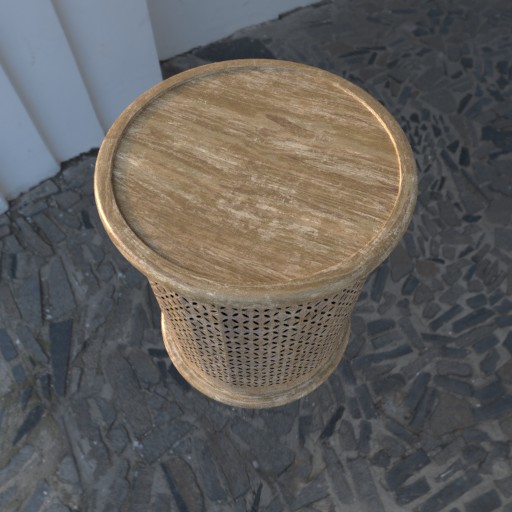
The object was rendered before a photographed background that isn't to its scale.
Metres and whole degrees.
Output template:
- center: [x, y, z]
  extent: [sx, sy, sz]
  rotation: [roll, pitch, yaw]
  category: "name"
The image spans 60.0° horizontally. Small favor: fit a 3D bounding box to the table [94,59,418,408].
- center: [0.000, 0.000, 0.764]
  extent: [0.407, 0.482, 0.407]
  rotation: [0, 58, 0]
  category: "table"
